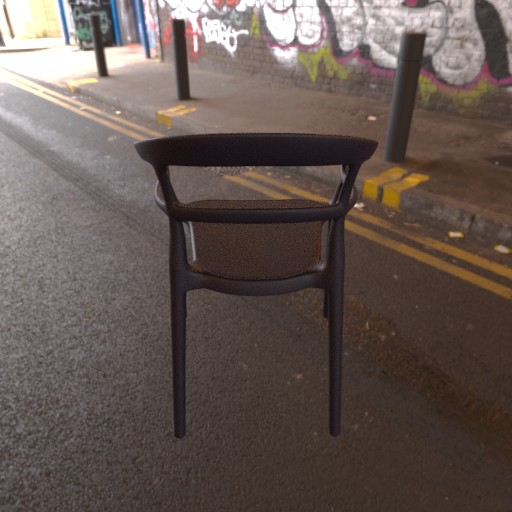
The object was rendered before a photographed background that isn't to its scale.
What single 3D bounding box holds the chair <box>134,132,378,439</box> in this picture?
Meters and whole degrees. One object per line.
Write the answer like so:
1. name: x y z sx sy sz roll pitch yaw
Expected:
1. chair: 0.000 0.000 1.132 0.559 0.761 0.527 0 30 -1
